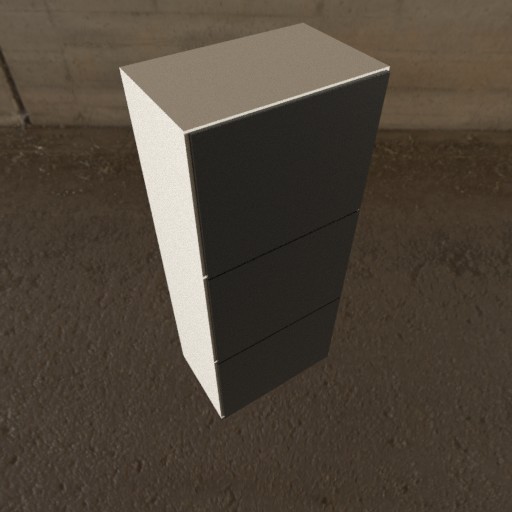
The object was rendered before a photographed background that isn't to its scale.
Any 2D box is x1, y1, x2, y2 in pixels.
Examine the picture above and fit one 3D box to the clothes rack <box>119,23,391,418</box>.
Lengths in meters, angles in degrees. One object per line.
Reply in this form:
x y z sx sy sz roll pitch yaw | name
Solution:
0.000 0.000 1.394 0.500 1.187 0.330 -25 51 -22 | clothes rack
